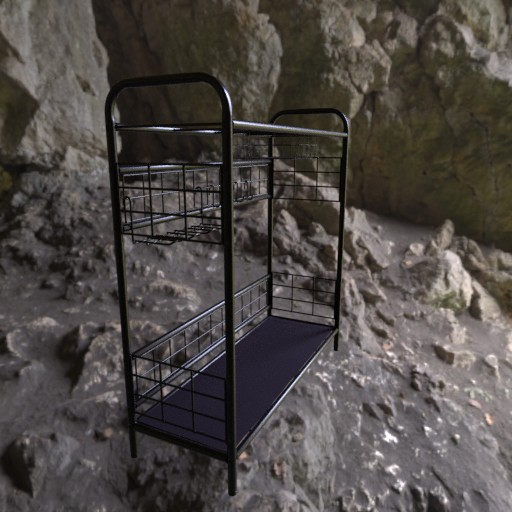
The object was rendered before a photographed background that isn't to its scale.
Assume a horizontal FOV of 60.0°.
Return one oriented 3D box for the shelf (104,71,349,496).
[{"bbox_3d":[0.000,0.000,1.505,0.350,1.026,0.961,7,15,26],"label":"shelf"}]
